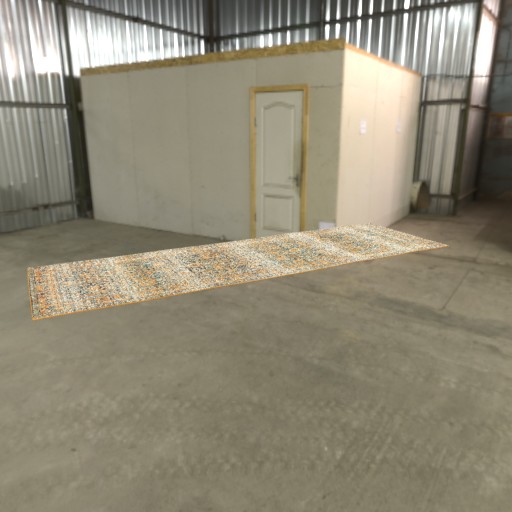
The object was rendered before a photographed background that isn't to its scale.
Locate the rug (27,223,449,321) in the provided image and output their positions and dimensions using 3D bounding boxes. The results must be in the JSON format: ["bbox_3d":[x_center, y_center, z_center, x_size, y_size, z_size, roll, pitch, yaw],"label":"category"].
[{"bbox_3d":[0.000,0.000,2.491,2.294,0.014,0.704,-9,19,-26],"label":"rug"}]
